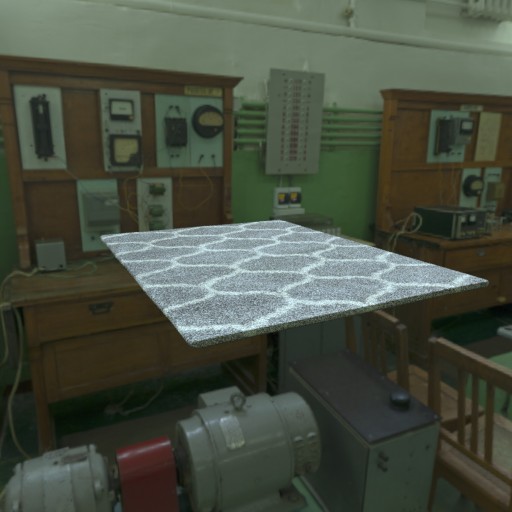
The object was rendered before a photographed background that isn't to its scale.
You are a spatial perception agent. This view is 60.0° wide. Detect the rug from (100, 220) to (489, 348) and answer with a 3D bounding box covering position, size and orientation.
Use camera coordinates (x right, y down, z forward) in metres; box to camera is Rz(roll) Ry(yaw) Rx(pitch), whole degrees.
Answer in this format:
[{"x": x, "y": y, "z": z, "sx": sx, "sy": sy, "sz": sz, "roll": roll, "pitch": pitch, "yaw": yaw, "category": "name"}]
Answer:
[{"x": 0.000, "y": 0.000, "z": 2.120, "sx": 1.200, "sy": 0.025, "sz": 1.600, "roll": -7, "pitch": 16, "yaw": -26, "category": "rug"}]
